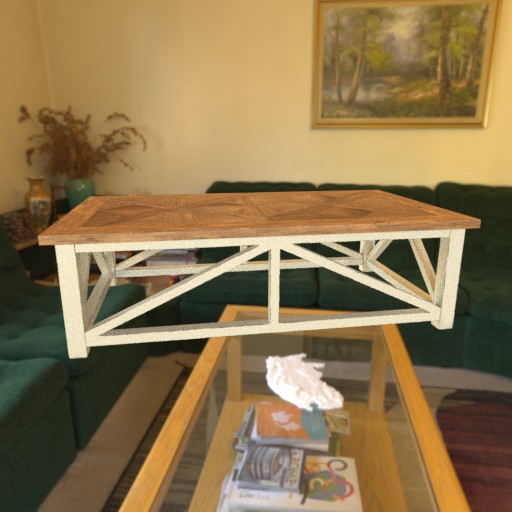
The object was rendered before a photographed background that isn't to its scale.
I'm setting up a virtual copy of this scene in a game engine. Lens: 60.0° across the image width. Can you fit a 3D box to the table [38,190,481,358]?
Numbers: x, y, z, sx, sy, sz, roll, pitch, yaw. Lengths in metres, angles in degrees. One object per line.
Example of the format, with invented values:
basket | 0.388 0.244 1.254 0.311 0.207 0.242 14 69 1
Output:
table | 0.000 0.000 1.812 1.400 0.410 0.800 -3 16 -9
